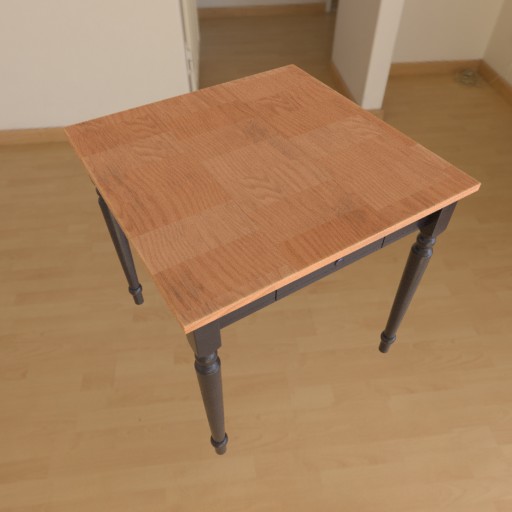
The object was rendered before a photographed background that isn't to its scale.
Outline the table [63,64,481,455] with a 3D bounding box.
[{"bbox_3d":[0.000,0.000,1.360,0.747,0.738,0.747,-24,51,-21],"label":"table"}]
